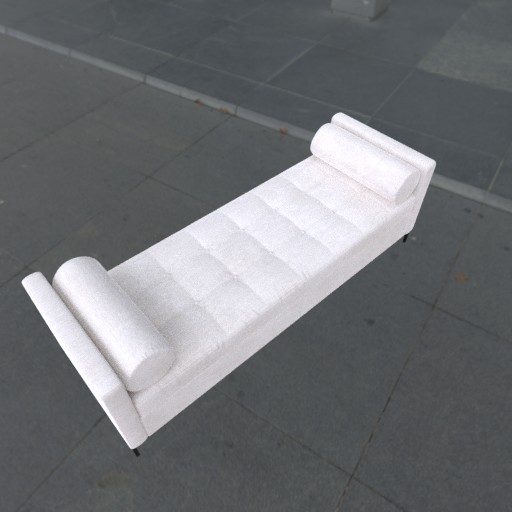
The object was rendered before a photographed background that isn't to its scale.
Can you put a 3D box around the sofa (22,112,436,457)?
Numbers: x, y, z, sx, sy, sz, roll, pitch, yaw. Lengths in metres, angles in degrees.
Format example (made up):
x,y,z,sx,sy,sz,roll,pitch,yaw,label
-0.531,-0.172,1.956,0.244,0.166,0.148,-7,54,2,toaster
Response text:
x,y,z,sx,sy,sz,roll,pitch,yaw,label
0.000,0.000,2.301,1.981,0.635,0.686,-33,56,-26,sofa
